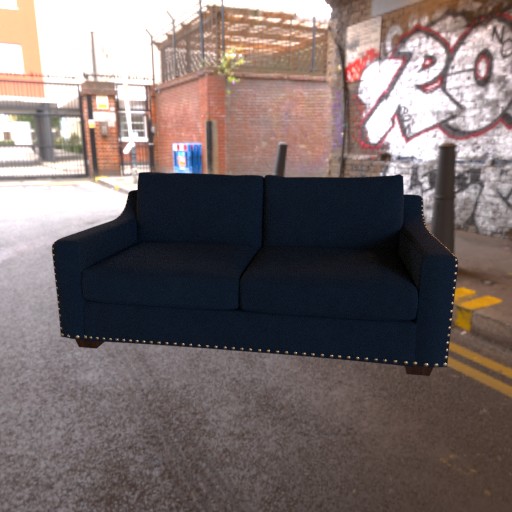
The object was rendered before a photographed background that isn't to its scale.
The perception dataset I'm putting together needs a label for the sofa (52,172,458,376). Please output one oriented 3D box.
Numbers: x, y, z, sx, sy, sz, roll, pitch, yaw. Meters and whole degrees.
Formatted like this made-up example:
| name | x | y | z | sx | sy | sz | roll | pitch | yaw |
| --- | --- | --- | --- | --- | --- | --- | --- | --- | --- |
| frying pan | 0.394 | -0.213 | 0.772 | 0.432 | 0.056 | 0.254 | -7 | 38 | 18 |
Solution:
| name | x | y | z | sx | sy | sz | roll | pitch | yaw |
| --- | --- | --- | --- | --- | --- | --- | --- | --- | --- |
| sofa | 0.000 | 0.000 | 2.762 | 2.107 | 0.983 | 1.104 | 2 | 14 | 10 |
